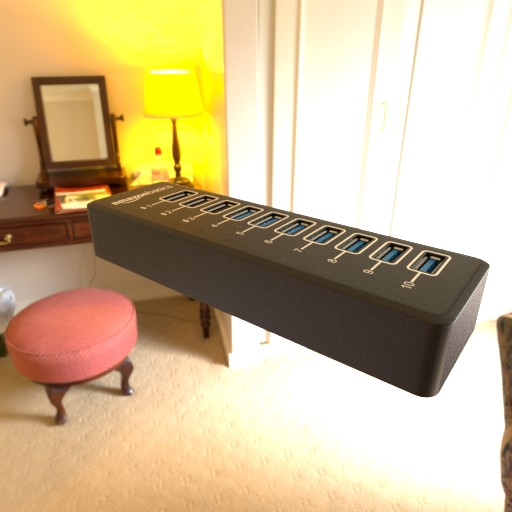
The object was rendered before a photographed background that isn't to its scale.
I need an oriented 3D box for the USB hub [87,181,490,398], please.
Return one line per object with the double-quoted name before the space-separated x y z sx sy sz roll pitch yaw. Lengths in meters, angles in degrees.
"USB hub" 0.000 0.000 0.161 0.145 0.023 0.044 18 31 33
